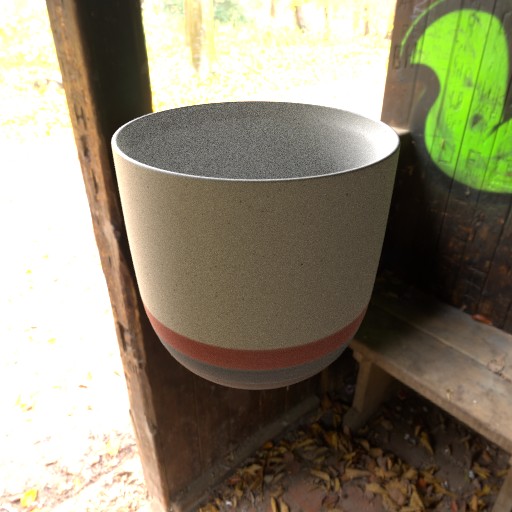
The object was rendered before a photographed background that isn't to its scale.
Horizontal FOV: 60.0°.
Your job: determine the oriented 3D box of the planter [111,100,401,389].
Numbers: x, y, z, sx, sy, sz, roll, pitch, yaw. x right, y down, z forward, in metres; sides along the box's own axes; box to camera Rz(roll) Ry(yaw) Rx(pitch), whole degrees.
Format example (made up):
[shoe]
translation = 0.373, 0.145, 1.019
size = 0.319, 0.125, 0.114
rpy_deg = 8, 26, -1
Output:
[planter]
translation = 0.000, 0.000, 0.378
size = 0.204, 0.214, 0.204
rpy_deg = 0, 31, 0
